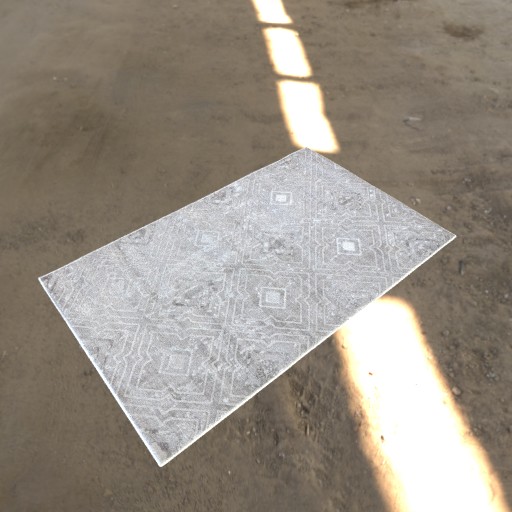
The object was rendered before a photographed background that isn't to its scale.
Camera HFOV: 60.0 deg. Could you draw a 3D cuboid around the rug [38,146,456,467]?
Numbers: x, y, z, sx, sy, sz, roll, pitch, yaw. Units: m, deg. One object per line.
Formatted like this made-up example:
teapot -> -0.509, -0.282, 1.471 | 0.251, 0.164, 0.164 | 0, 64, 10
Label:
rug -> 0.000, 0.000, 3.027 | 2.447, 0.036, 1.537 | -31, 53, -26
